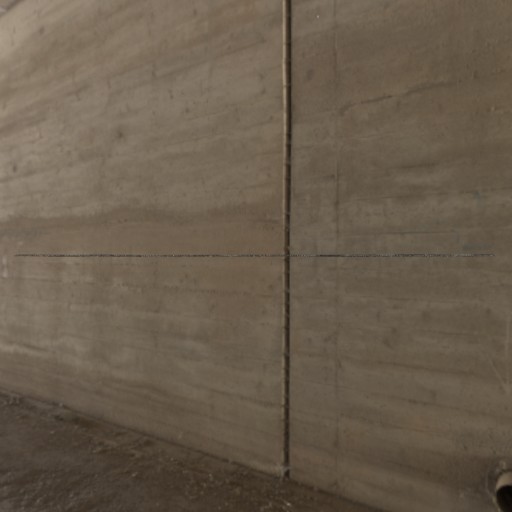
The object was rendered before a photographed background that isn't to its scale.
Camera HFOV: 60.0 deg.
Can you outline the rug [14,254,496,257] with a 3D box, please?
[{"bbox_3d":[0.000,0.000,2.981,2.434,0.015,1.520,0,0,1],"label":"rug"}]
